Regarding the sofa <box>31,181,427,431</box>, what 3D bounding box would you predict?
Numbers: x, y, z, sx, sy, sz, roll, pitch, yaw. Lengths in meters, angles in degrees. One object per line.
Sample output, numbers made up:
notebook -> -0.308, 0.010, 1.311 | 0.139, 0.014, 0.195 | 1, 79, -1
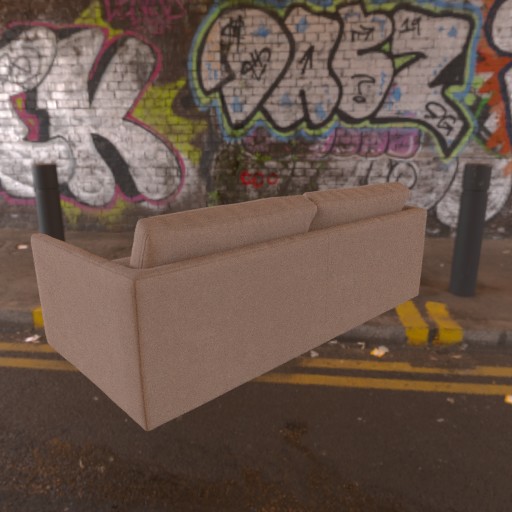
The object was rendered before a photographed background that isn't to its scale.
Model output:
sofa -> 0.000, 0.000, 2.731 | 2.588, 0.838, 1.090 | -14, 21, -42
